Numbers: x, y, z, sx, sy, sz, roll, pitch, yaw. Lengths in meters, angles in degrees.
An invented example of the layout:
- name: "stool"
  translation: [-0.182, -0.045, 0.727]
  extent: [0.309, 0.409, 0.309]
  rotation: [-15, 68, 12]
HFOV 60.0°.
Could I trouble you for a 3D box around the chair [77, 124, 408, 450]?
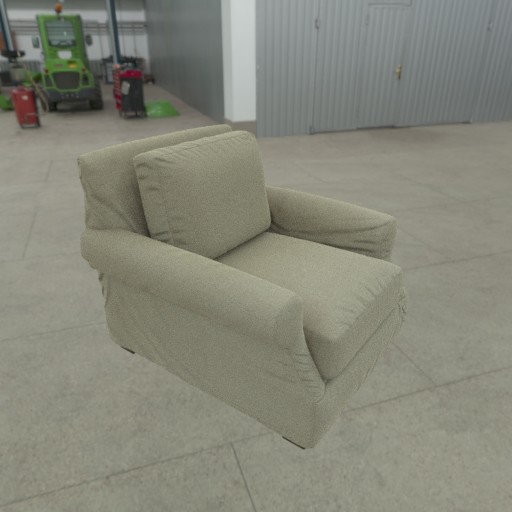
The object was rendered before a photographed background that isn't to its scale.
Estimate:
- name: "chair"
  translation: [0.000, 0.000, 1.780]
  extent: [1.066, 0.866, 0.940]
  rotation: [18, 31, 32]
